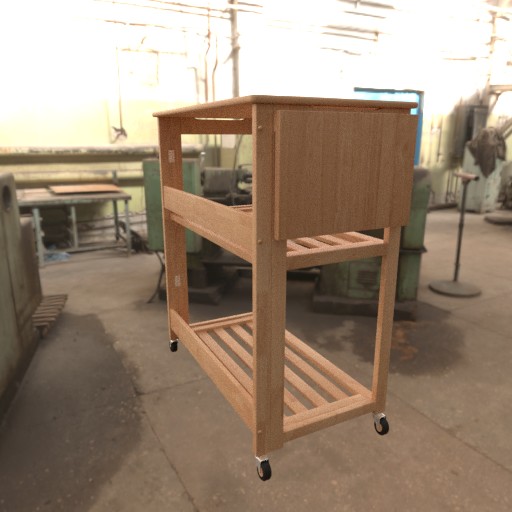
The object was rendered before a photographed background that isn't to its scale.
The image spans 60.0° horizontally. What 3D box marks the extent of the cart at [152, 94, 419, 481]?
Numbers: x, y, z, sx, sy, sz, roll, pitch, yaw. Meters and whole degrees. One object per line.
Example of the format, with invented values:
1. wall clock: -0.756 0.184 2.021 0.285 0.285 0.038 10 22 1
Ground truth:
1. cart: 0.000 0.000 1.391 0.432 0.879 0.853 -8 17 -26
